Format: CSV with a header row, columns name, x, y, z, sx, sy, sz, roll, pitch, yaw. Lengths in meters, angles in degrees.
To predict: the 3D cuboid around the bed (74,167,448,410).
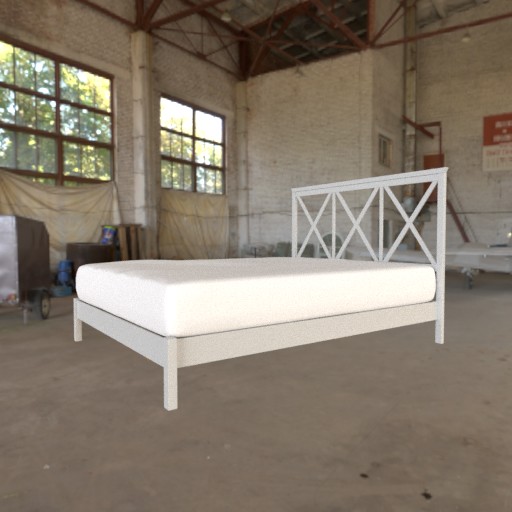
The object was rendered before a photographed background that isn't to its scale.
name,x,y,z,sx,sy,sz,roll,pitch,yaw
bed,0.000,0.000,3.203,2.135,1.253,1.673,-2,3,-36
